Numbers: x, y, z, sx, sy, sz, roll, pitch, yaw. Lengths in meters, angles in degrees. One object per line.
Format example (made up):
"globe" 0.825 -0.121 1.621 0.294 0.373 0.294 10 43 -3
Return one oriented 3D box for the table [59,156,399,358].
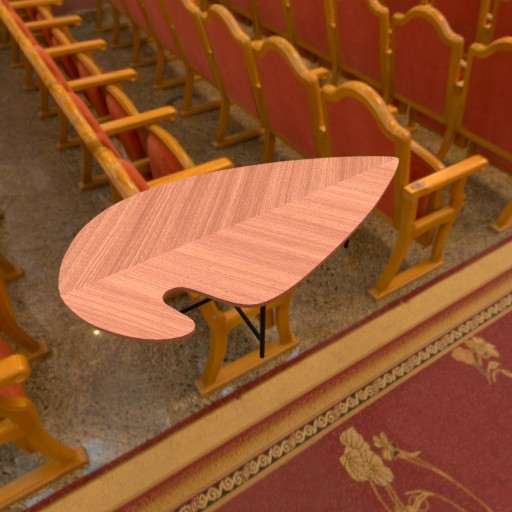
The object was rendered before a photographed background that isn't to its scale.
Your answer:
"table" 0.000 0.000 1.504 1.199 0.360 0.598 -24 51 -21
